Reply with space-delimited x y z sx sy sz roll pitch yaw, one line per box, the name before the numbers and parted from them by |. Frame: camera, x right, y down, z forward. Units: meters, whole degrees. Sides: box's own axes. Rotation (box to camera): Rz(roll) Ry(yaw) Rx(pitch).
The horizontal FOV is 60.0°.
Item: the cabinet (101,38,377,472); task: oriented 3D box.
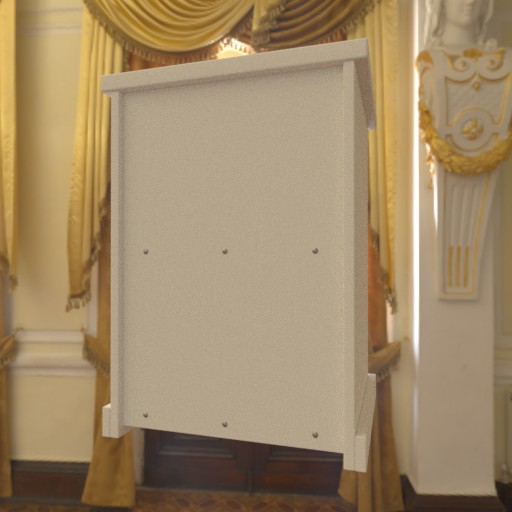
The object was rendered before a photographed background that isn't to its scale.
cabinet | 0.000 0.000 1.014 0.520 0.723 0.431 0 0 17
